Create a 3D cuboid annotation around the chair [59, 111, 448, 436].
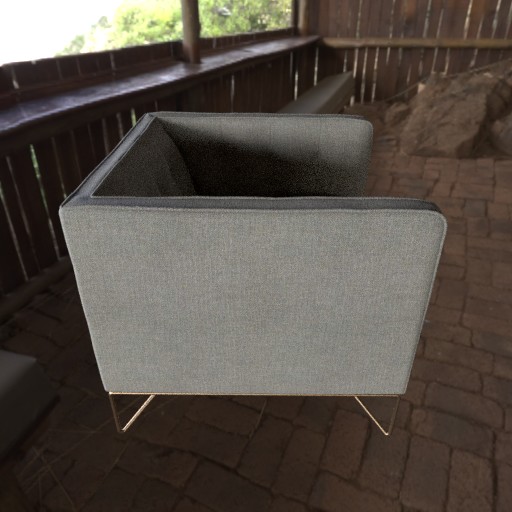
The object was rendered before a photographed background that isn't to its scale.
[{"bbox_3d":[0.000,0.000,1.581,0.912,0.799,0.920,0,31,1],"label":"chair"}]
